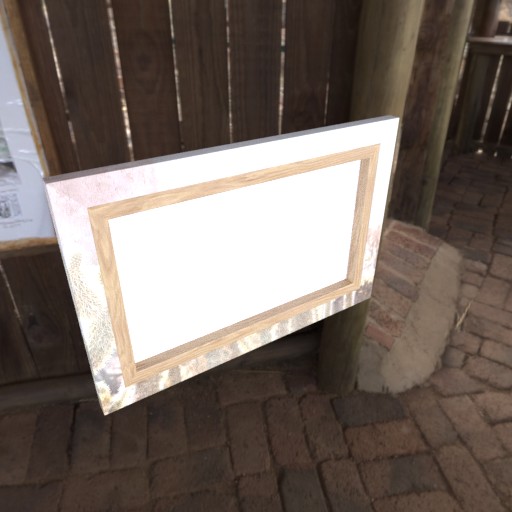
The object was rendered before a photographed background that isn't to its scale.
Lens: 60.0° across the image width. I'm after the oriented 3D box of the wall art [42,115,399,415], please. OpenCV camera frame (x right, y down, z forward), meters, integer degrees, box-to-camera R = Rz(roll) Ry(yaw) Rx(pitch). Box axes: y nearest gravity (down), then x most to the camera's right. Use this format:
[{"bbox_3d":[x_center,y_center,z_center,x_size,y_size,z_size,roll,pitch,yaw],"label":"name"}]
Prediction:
[{"bbox_3d":[0.000,0.000,1.171,0.916,0.608,0.040,-18,35,-28],"label":"wall art"}]
